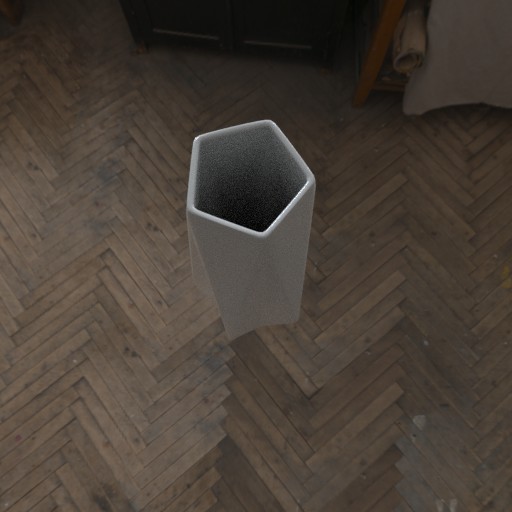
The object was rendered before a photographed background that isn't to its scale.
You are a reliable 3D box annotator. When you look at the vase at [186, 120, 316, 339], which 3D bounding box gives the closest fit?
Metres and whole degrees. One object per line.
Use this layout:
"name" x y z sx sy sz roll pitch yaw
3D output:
"vase" 0.000 0.000 0.387 0.116 0.329 0.122 -32 77 -8
